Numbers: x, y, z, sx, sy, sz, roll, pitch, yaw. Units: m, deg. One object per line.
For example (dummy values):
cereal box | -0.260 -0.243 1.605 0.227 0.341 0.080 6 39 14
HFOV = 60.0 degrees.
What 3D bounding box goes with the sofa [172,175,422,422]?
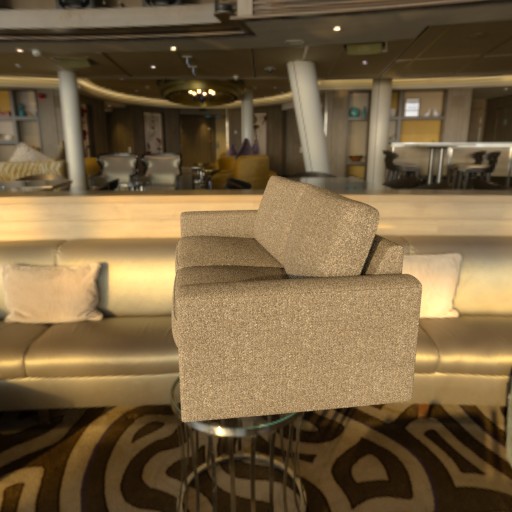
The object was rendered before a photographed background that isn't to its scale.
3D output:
sofa | 0.000 0.000 2.764 1.016 0.873 2.179 -2 14 -9
